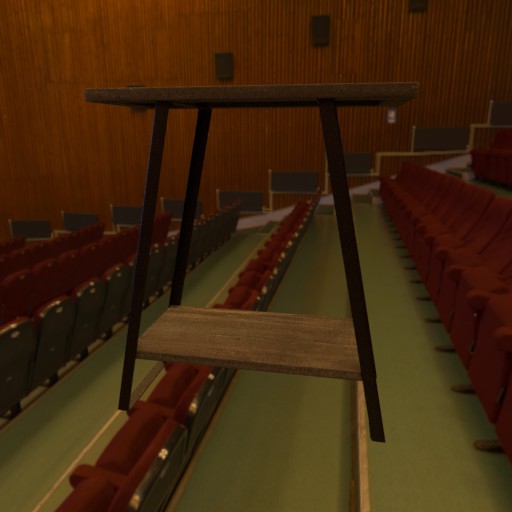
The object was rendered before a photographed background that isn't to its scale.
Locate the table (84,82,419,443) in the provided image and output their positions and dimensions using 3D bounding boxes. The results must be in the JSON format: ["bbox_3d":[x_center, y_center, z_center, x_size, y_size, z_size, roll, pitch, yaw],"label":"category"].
[{"bbox_3d":[0.000,0.000,1.010,0.599,0.701,0.300,3,16,11],"label":"table"}]
